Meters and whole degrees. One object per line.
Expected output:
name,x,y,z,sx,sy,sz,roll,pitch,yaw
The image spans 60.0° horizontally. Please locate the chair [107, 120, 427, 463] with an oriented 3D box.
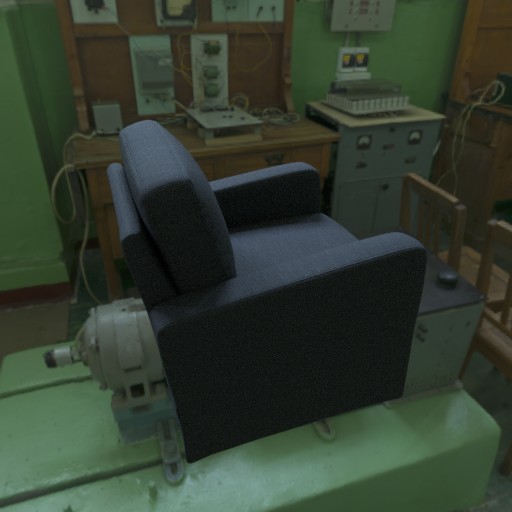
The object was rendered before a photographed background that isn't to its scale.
chair,0.000,0.000,1.512,0.863,0.855,0.798,-10,32,-17
